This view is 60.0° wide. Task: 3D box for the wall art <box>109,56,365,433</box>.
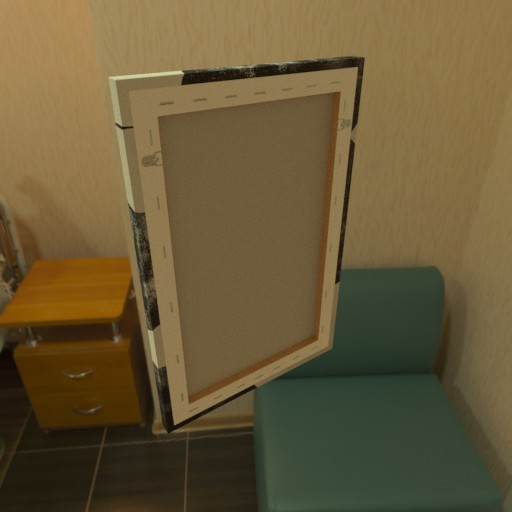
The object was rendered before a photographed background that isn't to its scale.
[{"bbox_3d":[0.000,0.000,1.151,0.610,0.915,0.041,-19,35,-29],"label":"wall art"}]
